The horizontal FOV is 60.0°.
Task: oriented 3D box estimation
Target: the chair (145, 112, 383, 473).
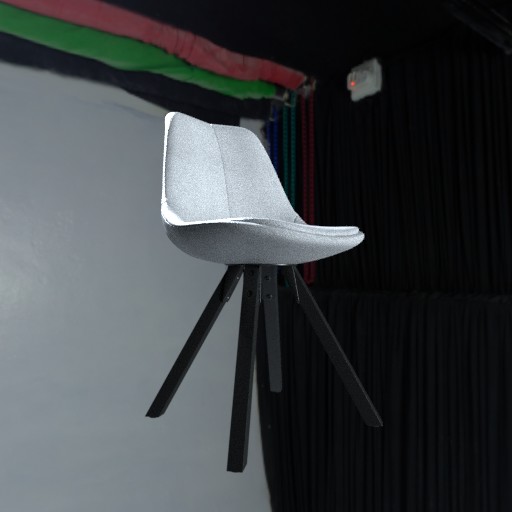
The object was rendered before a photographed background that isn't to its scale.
[{"bbox_3d":[0.000,0.000,1.172,0.485,0.850,0.550,1,-2,-37],"label":"chair"}]
